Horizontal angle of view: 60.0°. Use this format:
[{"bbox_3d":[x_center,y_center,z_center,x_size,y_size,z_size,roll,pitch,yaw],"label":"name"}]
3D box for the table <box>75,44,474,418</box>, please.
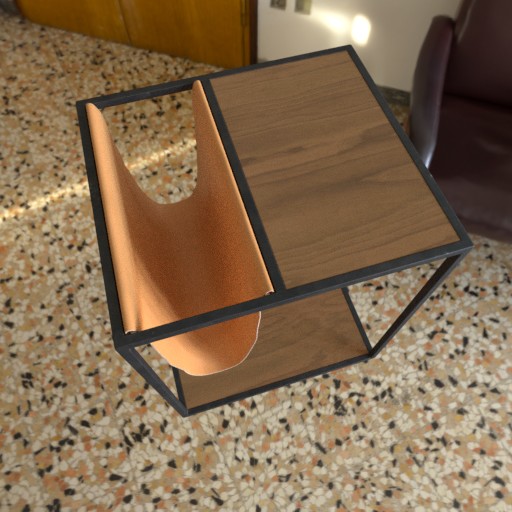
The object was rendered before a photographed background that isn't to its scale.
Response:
[{"bbox_3d":[0.000,0.000,0.844,0.450,0.536,0.399,-15,63,-8],"label":"table"}]
